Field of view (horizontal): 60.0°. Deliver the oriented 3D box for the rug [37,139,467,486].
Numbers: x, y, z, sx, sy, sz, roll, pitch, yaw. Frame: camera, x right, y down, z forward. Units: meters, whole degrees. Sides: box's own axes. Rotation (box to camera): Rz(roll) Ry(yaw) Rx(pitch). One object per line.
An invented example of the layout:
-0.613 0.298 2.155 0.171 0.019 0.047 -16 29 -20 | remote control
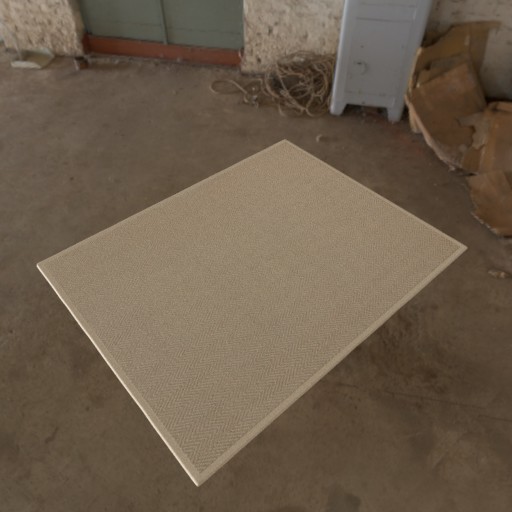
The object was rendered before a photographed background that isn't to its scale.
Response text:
0.000 0.000 3.973 3.051 0.020 2.407 -33 55 -27 | rug
